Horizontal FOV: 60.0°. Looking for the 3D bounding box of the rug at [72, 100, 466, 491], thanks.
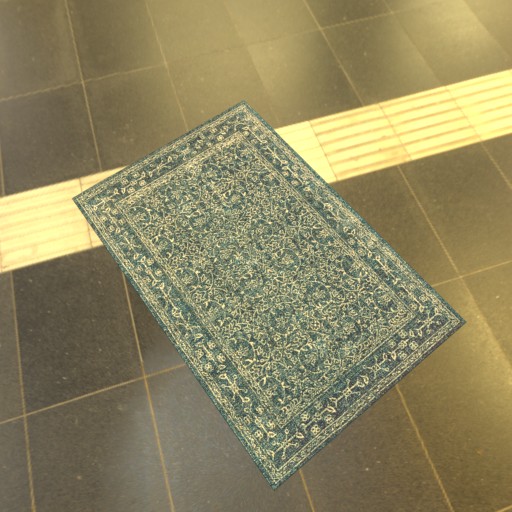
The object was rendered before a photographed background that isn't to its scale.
[{"bbox_3d":[0.000,0.000,2.318,1.200,0.005,1.819,-35,69,-15],"label":"rug"}]
